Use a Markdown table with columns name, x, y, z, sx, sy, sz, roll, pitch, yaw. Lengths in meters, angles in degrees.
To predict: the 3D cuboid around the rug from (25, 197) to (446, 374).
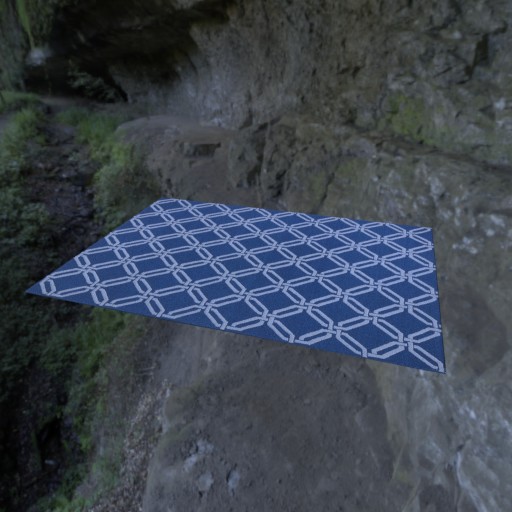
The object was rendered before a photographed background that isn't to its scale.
| name | x | y | z | sx | sy | sz | roll | pitch | yaw |
| --- | --- | --- | --- | --- | --- | --- | --- | --- | --- |
| rug | 0.000 | 0.000 | 4.341 | 3.342 | 0.018 | 2.432 | 8 | 29 | 15 |
